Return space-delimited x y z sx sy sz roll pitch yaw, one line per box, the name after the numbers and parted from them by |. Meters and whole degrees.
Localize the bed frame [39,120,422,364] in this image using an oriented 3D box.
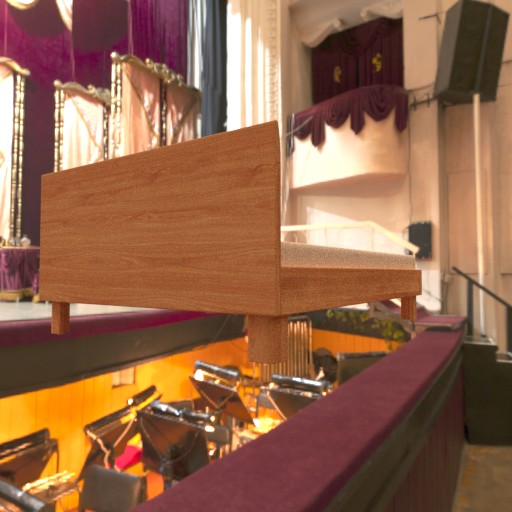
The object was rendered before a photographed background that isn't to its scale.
0.000 0.000 3.003 1.660 0.940 2.092 -2 -3 35 | bed frame
